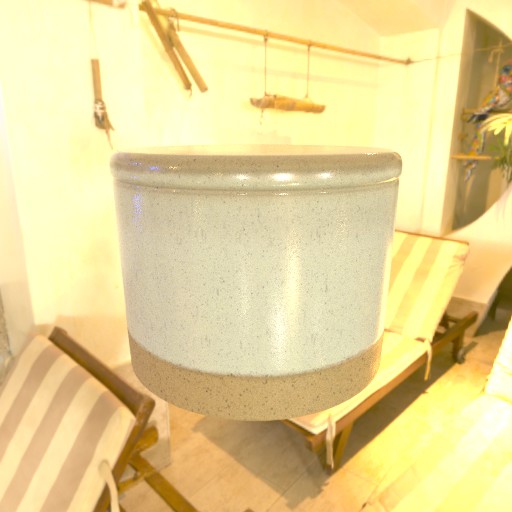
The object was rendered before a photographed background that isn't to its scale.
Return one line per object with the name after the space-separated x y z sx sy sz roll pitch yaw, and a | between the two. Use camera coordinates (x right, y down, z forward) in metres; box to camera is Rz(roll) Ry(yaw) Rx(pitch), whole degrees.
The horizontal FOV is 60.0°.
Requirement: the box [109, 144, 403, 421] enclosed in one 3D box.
0.000 0.000 0.259 0.154 0.123 0.154 0 16 0 | box
